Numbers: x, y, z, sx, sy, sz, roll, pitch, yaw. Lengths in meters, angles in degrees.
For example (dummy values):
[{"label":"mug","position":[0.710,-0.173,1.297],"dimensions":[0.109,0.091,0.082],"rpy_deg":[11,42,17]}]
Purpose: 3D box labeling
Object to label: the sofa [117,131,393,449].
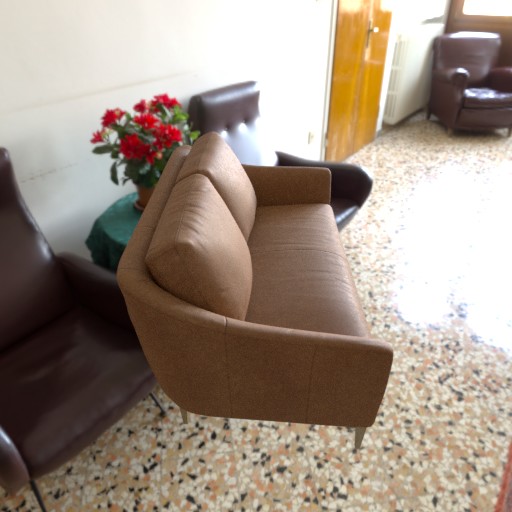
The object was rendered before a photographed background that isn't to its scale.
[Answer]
[{"label":"sofa","position":[0.000,0.000,2.210],"dimensions":[0.960,0.902,1.619],"rpy_deg":[0,32,0]}]
